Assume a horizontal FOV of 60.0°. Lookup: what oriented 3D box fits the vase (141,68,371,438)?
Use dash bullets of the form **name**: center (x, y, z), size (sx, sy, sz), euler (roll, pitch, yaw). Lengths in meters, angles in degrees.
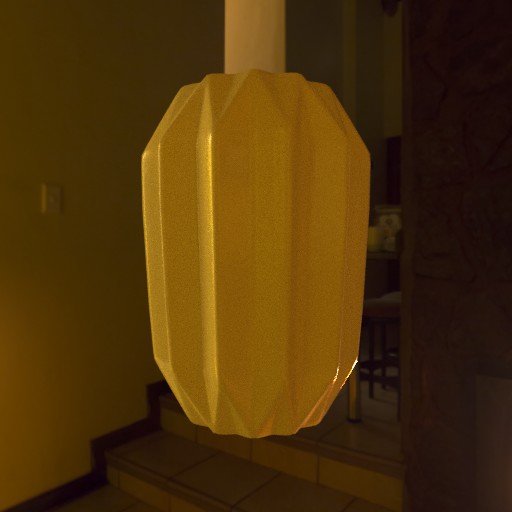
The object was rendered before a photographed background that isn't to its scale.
- **vase**: center (0.000, 0.000, 0.389), size (0.195, 0.275, 0.195), euler (0, 0, 0)
